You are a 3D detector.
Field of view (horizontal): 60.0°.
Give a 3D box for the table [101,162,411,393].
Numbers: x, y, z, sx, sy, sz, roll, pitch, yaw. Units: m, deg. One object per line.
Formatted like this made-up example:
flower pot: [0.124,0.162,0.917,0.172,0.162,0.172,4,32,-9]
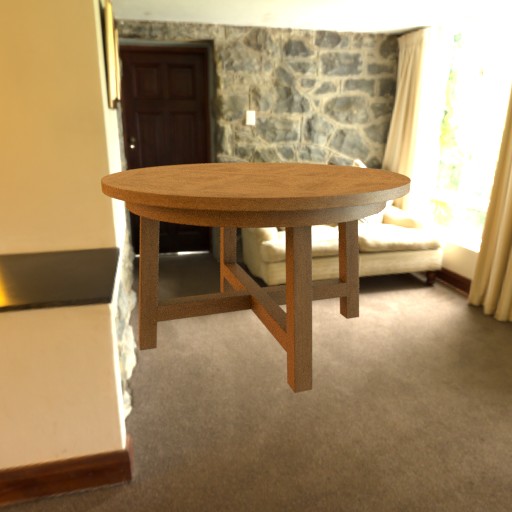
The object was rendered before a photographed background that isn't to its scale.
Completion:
table: [0.000,0.000,2.097,1.319,0.762,1.319,0,17,0]
